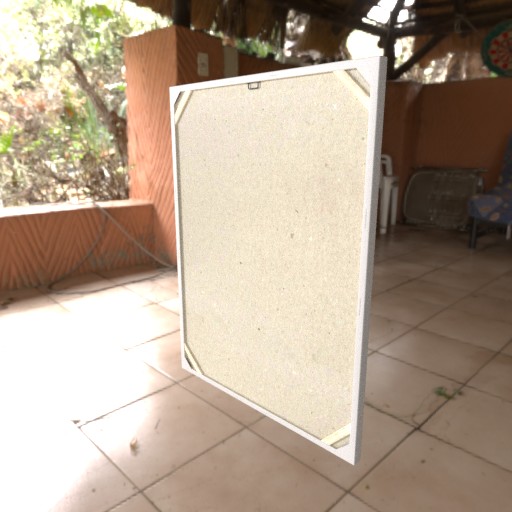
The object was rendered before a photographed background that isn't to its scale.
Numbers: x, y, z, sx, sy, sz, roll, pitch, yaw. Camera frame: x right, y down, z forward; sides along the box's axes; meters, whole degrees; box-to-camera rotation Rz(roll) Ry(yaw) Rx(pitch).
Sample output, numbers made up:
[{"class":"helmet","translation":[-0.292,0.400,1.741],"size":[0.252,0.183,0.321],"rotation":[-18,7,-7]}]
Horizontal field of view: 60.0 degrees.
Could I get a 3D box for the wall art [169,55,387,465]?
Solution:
[{"class":"wall art","translation":[0.000,0.000,1.588],"size":[0.914,1.212,0.038],"rotation":[13,19,43]}]
